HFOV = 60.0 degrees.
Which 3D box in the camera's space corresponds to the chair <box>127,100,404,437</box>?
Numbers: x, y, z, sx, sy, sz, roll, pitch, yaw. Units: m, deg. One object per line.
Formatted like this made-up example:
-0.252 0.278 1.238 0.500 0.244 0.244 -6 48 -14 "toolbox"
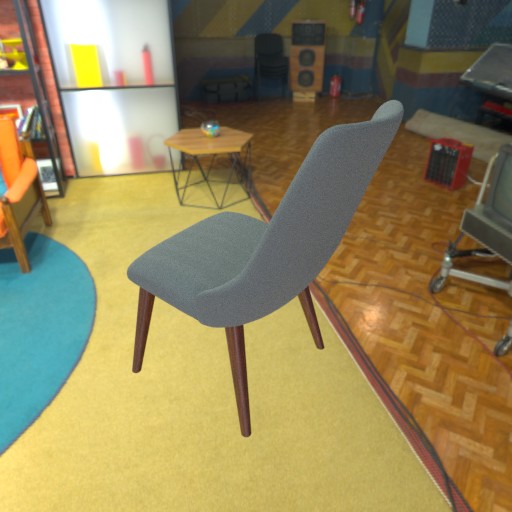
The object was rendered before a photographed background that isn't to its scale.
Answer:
0.000 0.000 1.320 0.707 0.918 0.535 21 36 31 "chair"
